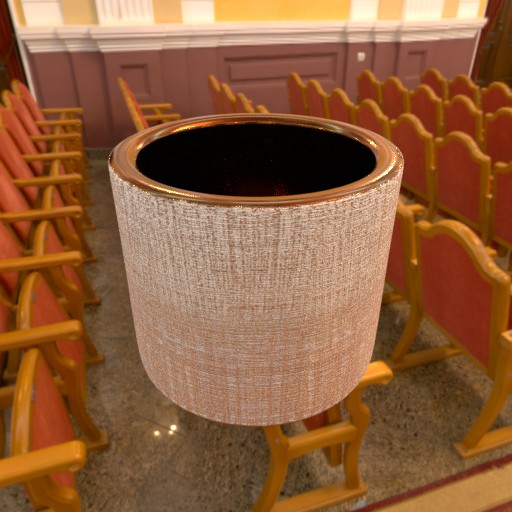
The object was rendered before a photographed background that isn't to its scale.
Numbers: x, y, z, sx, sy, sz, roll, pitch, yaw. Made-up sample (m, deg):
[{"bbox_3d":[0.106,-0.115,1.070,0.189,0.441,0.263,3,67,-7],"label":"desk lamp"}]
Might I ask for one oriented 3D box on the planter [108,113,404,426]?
[{"bbox_3d":[0.000,0.000,0.310,0.177,0.157,0.177,0,31,0],"label":"planter"}]
